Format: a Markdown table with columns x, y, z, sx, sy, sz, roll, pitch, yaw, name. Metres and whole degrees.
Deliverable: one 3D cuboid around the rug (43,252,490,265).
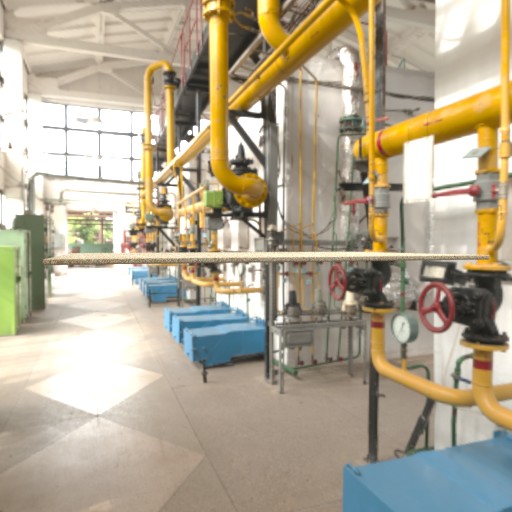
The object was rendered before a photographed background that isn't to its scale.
| x | y | z | sx | sy | sz | roll | pitch | yaw | name |
| --- | --- | --- | --- | --- | --- | --- | --- | --- | --- |
| 0.000 | 0.000 | 2.892 | 2.346 | 0.025 | 1.500 | 0 | 1 | -19 | rug |
